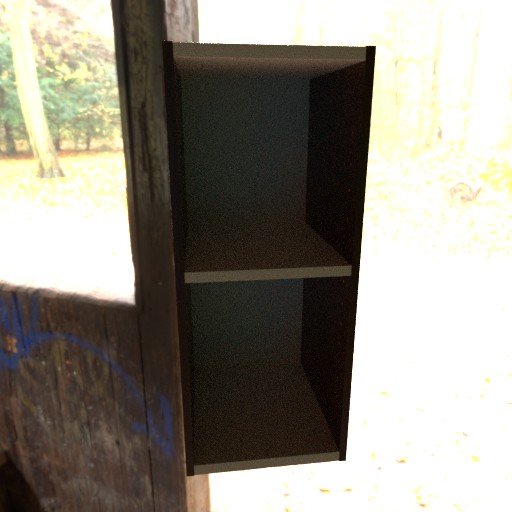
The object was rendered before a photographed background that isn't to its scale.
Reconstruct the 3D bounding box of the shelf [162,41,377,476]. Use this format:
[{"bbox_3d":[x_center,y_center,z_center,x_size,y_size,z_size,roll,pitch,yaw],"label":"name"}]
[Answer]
[{"bbox_3d":[0.000,0.000,0.735,0.253,0.600,0.290,-2,17,-7],"label":"shelf"}]
